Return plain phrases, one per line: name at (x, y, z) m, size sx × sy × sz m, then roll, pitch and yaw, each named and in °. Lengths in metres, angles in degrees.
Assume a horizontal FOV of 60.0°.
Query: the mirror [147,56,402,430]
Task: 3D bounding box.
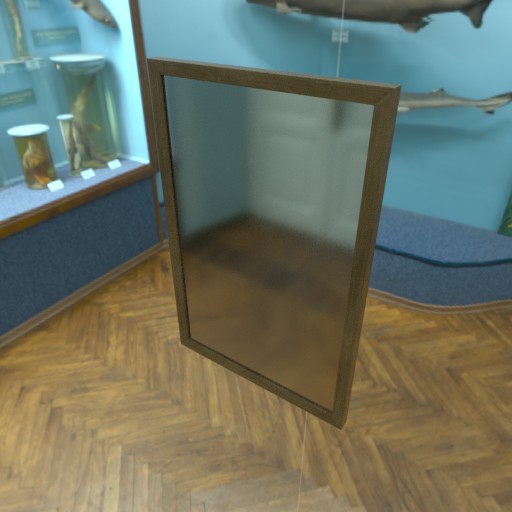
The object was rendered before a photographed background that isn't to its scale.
mirror at (0.000, 0.000, 1.164) m, size 0.609 × 0.915 × 0.040 m, roll 20°, pitch 37°, yaw 29°
